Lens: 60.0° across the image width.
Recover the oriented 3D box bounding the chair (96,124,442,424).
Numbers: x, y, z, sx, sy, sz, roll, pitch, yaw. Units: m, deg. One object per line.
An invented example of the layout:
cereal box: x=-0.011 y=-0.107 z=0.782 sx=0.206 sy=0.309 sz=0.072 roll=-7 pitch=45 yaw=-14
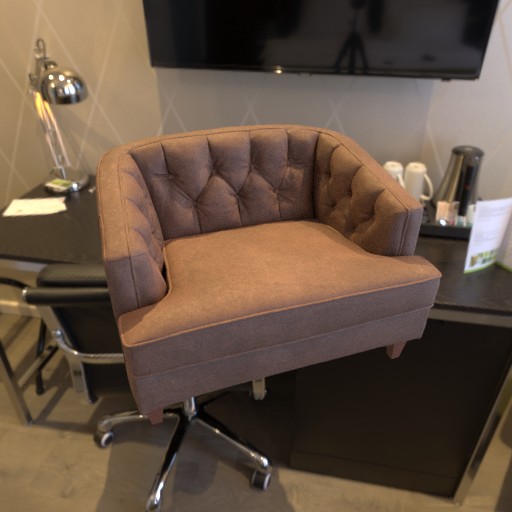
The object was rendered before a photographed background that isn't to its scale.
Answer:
chair: x=0.000 y=0.000 z=1.753 sx=1.118 sy=0.787 sz=0.914 roll=-10 pitch=33 yaw=-16
